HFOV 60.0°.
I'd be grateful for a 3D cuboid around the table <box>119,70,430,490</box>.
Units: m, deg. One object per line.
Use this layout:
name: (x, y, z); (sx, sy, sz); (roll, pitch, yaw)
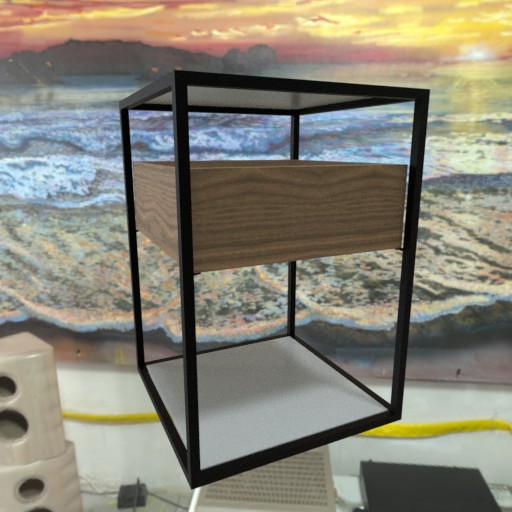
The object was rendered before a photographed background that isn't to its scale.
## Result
table: (0.000, 0.000, 0.791); (0.378, 0.540, 0.378); (-6, 15, -25)
